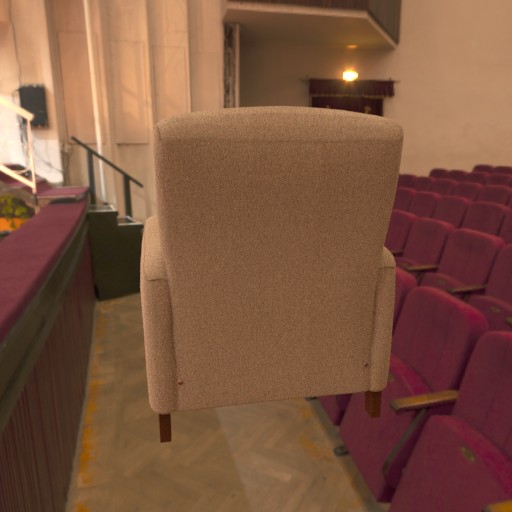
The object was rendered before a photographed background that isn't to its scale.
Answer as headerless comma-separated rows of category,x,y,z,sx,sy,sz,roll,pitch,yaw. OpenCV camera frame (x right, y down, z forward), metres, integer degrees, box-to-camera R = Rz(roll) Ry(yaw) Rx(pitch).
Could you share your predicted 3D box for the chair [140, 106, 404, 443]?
chair,0.000,0.000,1.672,0.848,1.014,0.864,-3,15,-10
